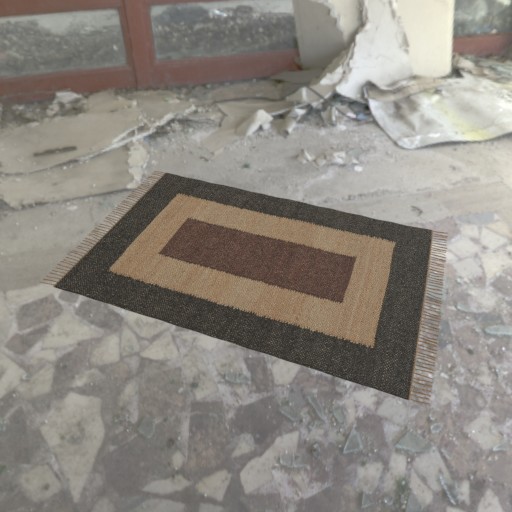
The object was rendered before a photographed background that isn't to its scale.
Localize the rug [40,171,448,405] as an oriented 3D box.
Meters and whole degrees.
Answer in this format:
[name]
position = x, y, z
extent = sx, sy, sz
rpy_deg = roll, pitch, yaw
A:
[rug]
position = 0.000, 0.000, 1.907
extent = 1.541, 0.013, 0.920
rpy_deg = 14, 44, 15
